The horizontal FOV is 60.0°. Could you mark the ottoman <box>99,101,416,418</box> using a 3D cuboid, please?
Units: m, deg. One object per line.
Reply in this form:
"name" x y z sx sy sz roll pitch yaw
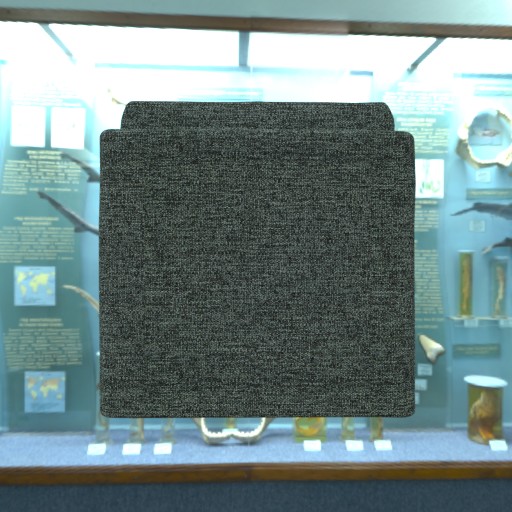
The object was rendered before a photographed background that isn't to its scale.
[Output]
"ottoman" 0.000 0.000 0.827 0.450 0.463 0.450 0 0 -1
